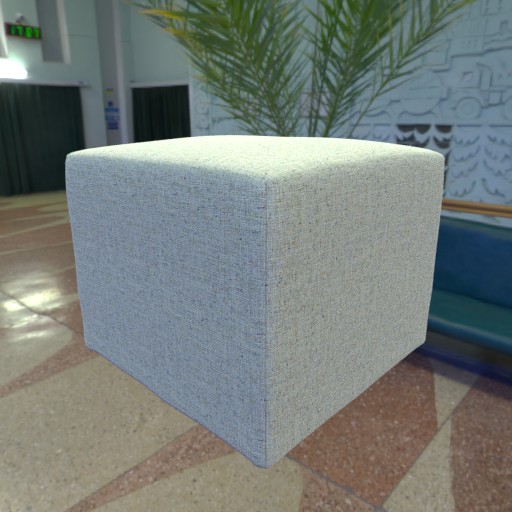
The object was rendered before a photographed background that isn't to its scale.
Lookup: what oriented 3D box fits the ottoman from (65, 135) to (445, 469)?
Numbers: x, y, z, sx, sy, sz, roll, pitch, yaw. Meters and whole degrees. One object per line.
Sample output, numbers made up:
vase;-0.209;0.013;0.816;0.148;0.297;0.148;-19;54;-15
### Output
ottoman;0.000;0.000;0.871;0.521;0.453;0.512;15;23;41
